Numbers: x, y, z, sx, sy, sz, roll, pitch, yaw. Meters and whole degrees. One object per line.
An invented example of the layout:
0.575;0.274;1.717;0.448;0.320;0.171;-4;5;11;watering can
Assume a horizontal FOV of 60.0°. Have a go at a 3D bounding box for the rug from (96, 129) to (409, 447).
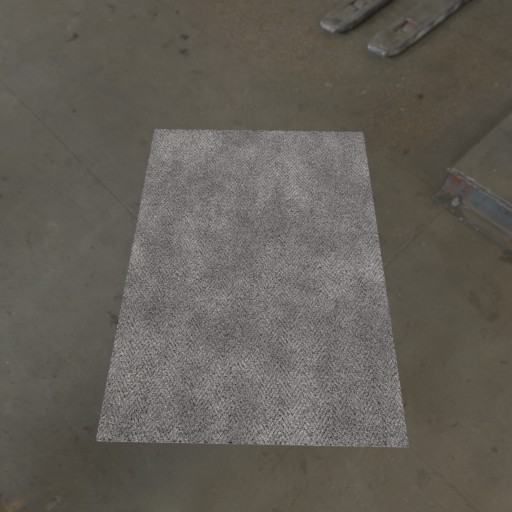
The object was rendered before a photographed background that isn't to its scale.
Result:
0.000;0.000;2.833;1.600;0.008;2.235;1;59;1;rug
